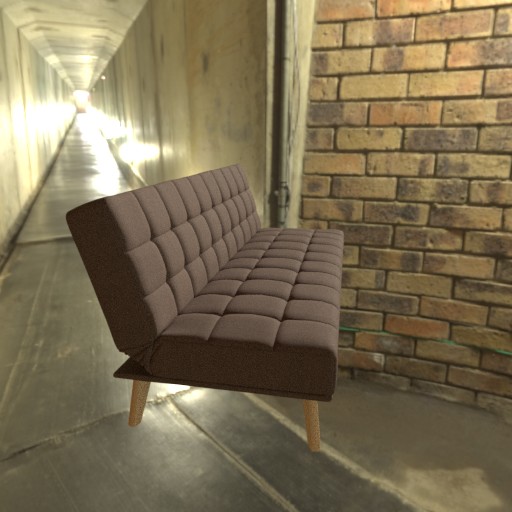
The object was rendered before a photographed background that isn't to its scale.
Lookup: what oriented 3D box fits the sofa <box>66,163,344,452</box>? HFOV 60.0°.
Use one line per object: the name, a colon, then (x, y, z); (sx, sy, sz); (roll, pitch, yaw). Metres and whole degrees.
sofa: (0.000, 0.000, 2.226); (0.860, 0.810, 1.800); (3, 15, 11)
